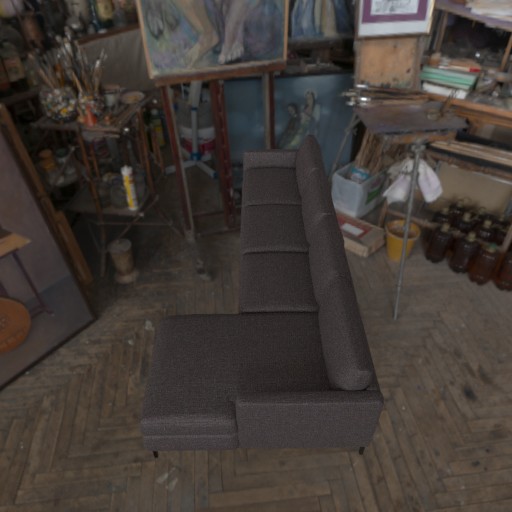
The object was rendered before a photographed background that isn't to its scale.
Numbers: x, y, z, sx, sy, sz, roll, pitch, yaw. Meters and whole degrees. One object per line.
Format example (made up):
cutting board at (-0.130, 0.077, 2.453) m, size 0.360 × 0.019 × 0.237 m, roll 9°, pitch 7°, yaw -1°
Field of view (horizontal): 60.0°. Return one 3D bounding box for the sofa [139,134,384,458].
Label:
sofa at (0.000, 0.000, 3.899) m, size 1.483 × 0.892 × 3.221 m, roll 0°, pitch 41°, yaw 0°
